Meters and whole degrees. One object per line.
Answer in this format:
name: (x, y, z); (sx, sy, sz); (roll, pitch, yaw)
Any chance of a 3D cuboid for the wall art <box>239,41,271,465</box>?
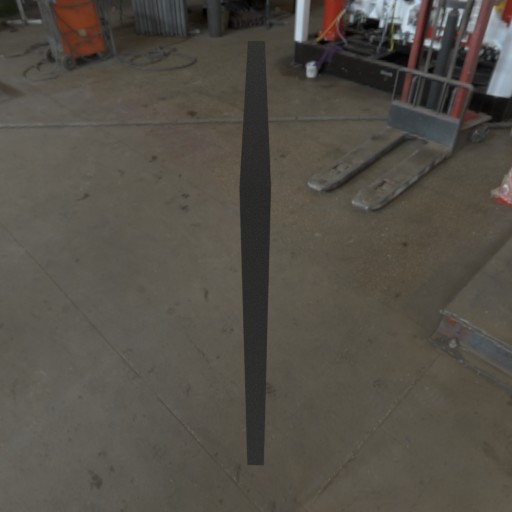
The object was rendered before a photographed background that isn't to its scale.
wall art: (0.000, 0.000, 0.754); (0.029, 0.559, 0.457); (0, 41, 0)
